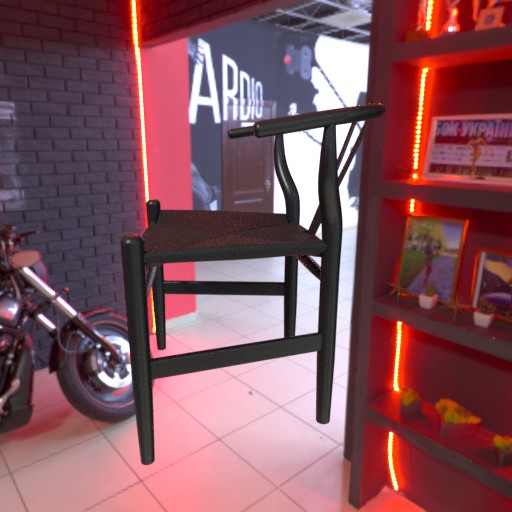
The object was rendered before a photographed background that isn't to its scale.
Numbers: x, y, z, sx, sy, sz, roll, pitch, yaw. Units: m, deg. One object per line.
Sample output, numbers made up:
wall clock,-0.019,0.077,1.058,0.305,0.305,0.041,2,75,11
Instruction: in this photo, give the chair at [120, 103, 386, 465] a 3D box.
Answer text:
chair,0.000,0.000,1.127,0.579,0.730,0.569,-2,15,-8
